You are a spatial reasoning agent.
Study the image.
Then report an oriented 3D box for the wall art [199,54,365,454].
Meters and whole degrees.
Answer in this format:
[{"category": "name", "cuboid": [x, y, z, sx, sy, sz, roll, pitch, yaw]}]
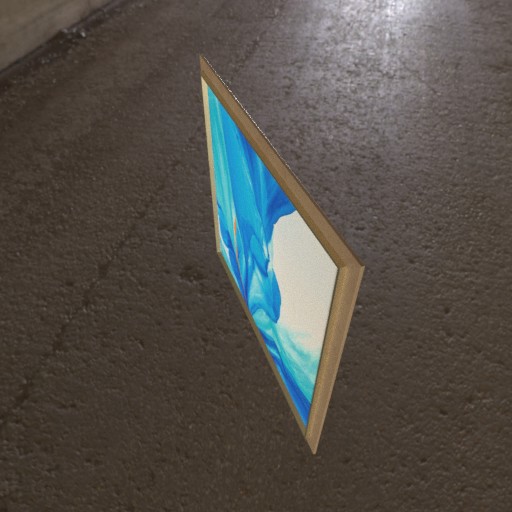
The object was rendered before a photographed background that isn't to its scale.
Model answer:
[{"category": "wall art", "cuboid": [0.000, 0.000, 1.685, 0.025, 1.067, 1.168, -16, 48, -15]}]
